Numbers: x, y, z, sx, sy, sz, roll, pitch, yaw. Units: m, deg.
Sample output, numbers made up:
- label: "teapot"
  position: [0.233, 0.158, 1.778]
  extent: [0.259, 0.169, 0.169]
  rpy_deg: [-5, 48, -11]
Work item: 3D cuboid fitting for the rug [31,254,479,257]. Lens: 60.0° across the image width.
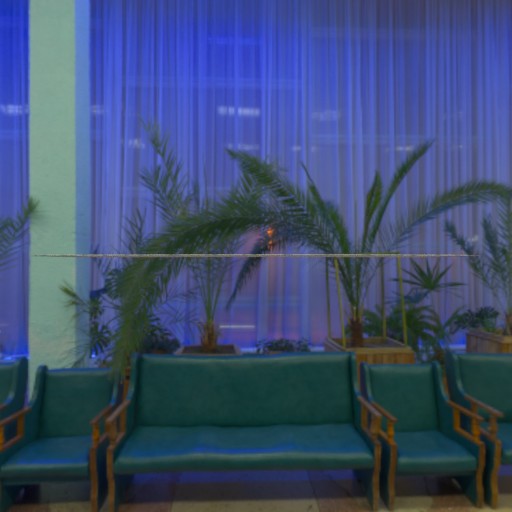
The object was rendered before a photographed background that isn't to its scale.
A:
- label: "rug"
  position: [0.000, 0.000, 2.625]
  extent: [2.372, 0.008, 0.620]
  rpy_deg: [0, -1, -1]
